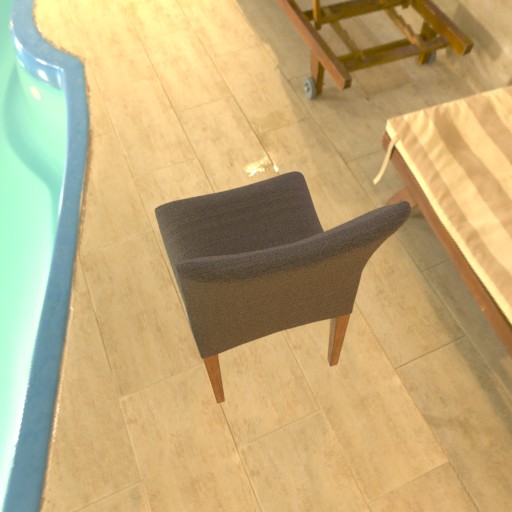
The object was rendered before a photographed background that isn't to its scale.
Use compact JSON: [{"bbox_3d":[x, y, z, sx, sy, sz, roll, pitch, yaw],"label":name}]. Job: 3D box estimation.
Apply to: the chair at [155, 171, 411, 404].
[{"bbox_3d":[0.000,0.000,1.266,0.496,0.940,0.585,-16,62,-9],"label":"chair"}]
